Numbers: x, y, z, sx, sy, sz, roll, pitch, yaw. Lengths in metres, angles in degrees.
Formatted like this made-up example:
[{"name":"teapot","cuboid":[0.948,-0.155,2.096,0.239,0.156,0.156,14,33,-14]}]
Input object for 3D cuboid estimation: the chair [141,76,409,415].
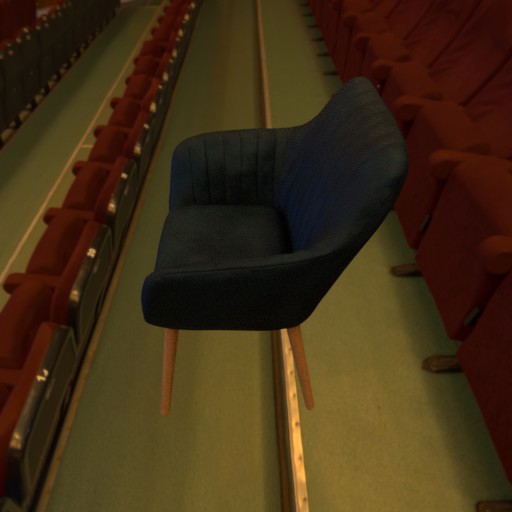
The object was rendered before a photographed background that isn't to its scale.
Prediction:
[{"name":"chair","cuboid":[0.000,0.000,1.197,0.573,0.826,0.578,-1,42,-1]}]
